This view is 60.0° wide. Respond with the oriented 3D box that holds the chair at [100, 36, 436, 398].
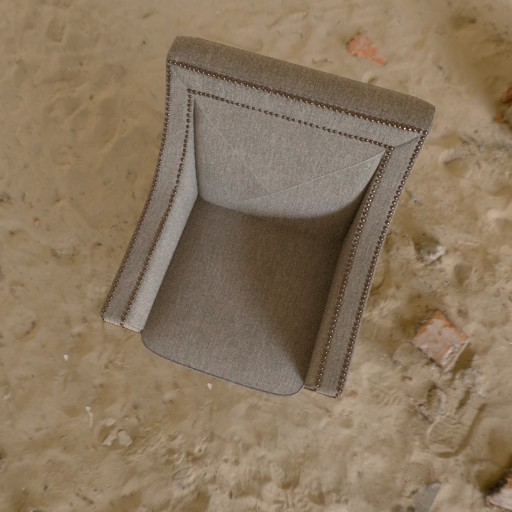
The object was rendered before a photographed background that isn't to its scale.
[{"bbox_3d":[0.000,0.000,1.577,0.776,0.967,0.884,17,75,5],"label":"chair"}]
